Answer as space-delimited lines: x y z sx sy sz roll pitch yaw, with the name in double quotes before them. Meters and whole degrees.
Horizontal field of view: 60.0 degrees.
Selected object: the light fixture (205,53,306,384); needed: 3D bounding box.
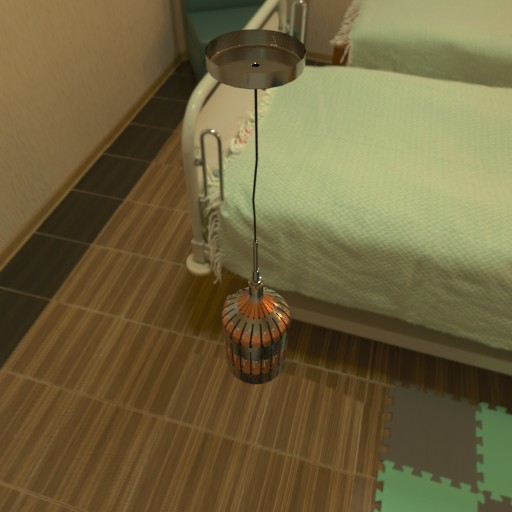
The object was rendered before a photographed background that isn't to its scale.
"light fixture" 0.000 0.000 1.666 0.303 1.535 0.303 0 48 0
